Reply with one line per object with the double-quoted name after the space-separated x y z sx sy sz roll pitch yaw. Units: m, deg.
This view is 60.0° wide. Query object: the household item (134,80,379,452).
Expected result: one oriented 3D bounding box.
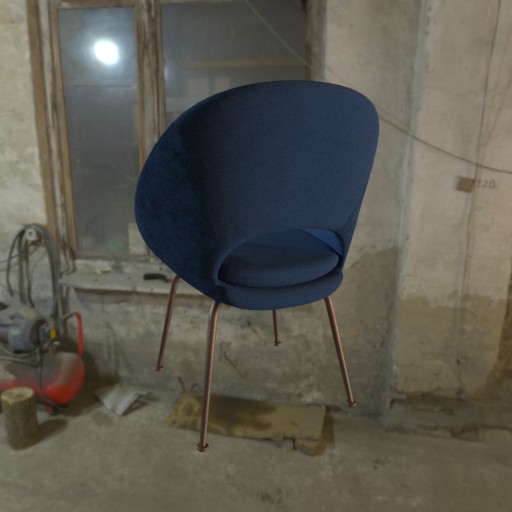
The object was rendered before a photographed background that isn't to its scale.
0.000 0.000 1.238 0.623 0.852 0.573 -6 15 -25 "household item"
